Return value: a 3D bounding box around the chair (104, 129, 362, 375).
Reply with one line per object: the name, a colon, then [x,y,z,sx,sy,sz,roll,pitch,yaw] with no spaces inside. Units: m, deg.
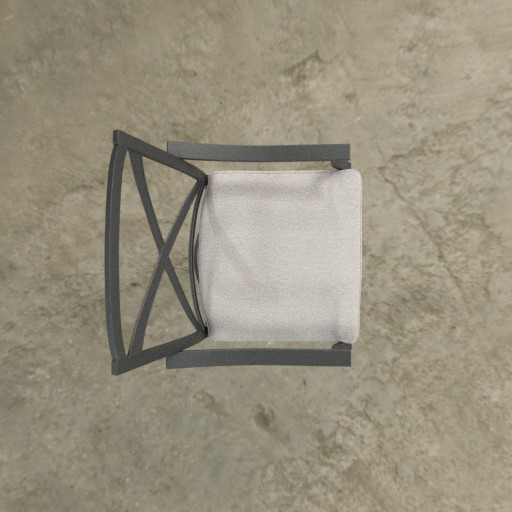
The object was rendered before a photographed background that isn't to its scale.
chair: [0.000,0.000,1.325,0.620,0.889,0.575,0,89,-1]
